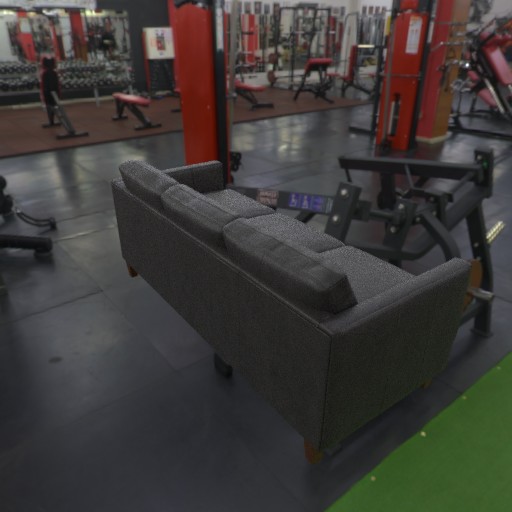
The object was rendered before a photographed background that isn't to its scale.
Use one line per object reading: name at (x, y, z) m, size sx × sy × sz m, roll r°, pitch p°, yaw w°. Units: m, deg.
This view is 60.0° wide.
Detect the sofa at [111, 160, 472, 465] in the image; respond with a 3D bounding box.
sofa at (0.000, 0.000, 2.975) m, size 1.045 × 1.006 × 2.464 m, roll -18°, pitch 32°, yaw -32°
